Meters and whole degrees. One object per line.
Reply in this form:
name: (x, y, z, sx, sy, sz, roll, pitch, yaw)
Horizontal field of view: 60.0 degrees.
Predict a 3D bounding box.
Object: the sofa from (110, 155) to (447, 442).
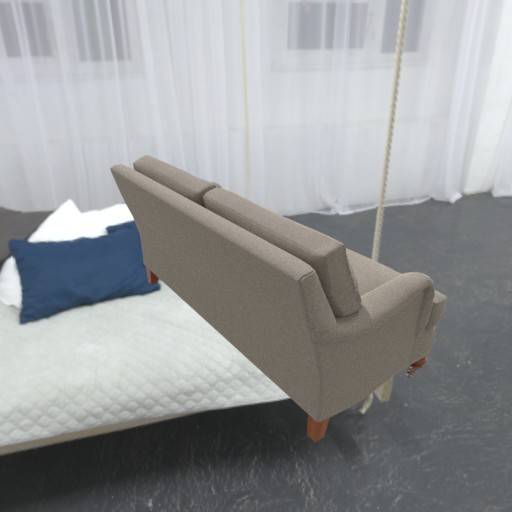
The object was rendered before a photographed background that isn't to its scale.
sofa: (0.000, 0.000, 2.885, 1.087, 1.054, 2.160, -17, 30, -32)
